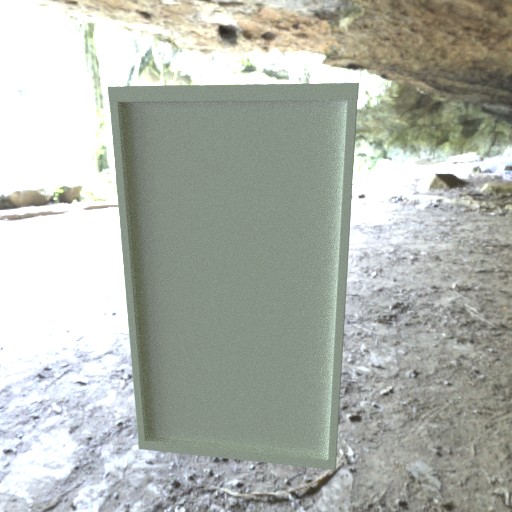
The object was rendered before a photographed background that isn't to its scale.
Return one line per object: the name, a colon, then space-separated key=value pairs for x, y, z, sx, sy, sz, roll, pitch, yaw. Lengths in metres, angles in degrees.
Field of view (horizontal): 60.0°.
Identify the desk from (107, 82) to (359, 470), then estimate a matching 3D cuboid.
desk: x=0.000 y=0.000 z=1.082 sx=0.404 sy=0.730 sz=0.600 roll=2 pitch=16 yaw=8
